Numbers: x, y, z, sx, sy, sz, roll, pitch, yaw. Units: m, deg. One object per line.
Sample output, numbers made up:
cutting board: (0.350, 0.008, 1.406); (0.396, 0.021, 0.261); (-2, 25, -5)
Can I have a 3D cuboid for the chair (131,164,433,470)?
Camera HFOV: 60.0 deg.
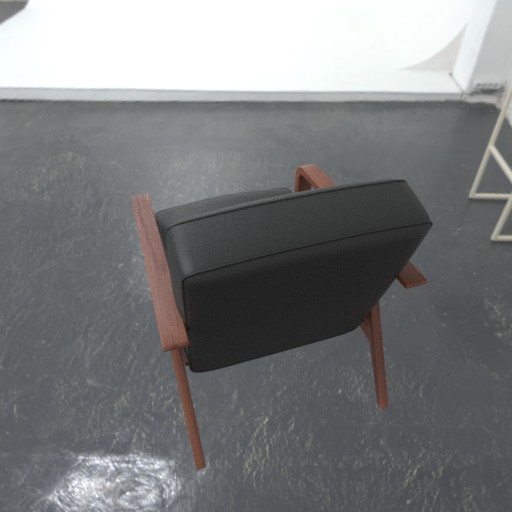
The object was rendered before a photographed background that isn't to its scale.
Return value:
chair: (0.000, 0.000, 1.495); (0.719, 0.861, 0.889); (-12, 44, -13)
